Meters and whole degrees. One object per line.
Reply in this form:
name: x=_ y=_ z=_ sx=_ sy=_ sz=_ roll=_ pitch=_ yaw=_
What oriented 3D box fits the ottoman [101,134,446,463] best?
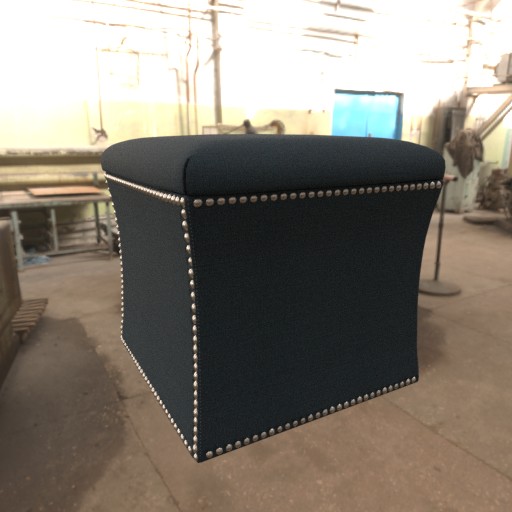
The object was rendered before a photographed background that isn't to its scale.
ottoman: x=0.000 y=0.000 z=0.894 sx=0.497 sy=0.475 sz=0.507 roll=-8 pitch=17 yaw=-28
